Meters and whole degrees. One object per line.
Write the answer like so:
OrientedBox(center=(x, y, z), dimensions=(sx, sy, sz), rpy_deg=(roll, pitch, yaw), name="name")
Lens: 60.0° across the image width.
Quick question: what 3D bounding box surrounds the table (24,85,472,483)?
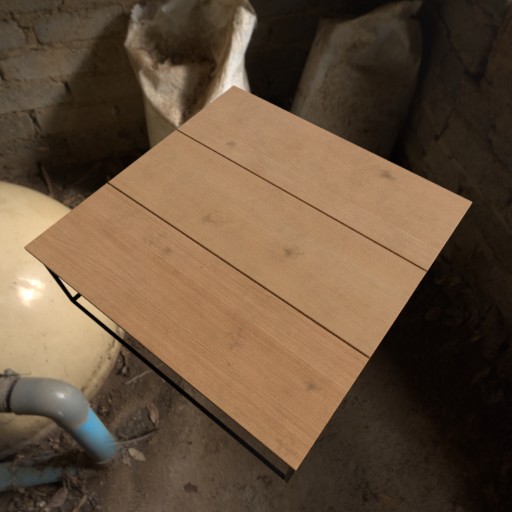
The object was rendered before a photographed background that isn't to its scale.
OrientedBox(center=(0.000, 0.000, 1.693), dimensions=(1.100, 0.400, 1.100), rpy_deg=(33, 62, 20), name="table")
